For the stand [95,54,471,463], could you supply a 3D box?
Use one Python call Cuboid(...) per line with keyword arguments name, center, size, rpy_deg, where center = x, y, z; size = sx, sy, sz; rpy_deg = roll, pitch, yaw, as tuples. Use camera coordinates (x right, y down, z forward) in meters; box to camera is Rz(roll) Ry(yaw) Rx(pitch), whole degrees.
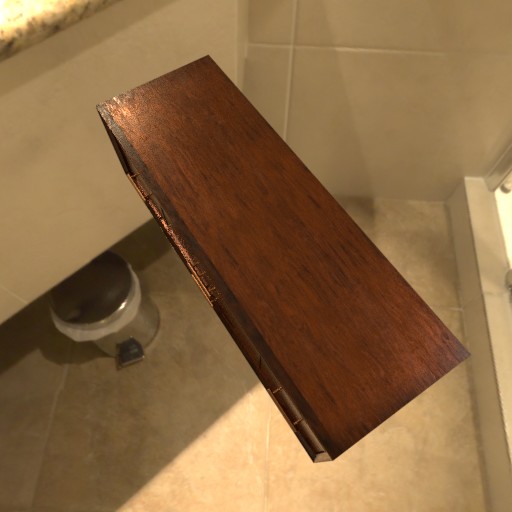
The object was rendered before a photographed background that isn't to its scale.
Cuboid(name="stand", center=(0.000, 0.000, 1.654), size=(0.481, 0.610, 1.372), rpy_deg=(-31, 68, -14))
